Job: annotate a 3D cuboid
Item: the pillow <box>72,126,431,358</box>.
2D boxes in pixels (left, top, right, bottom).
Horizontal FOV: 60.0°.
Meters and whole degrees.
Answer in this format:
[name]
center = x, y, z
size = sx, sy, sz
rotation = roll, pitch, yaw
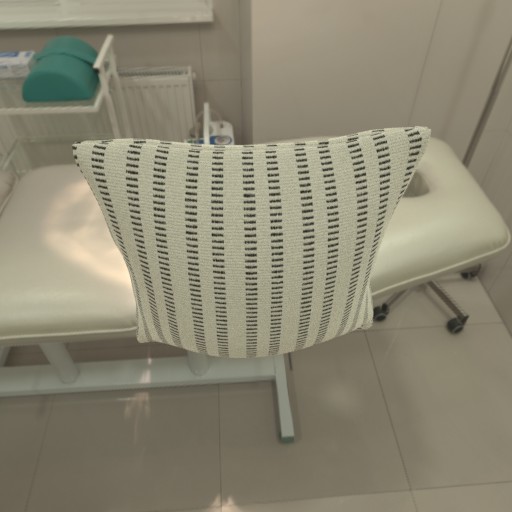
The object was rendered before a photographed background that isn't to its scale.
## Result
[pillow]
center = 0.000, 0.000, 0.678
size = 0.438, 0.419, 0.247
rotation = -3, 46, -3
